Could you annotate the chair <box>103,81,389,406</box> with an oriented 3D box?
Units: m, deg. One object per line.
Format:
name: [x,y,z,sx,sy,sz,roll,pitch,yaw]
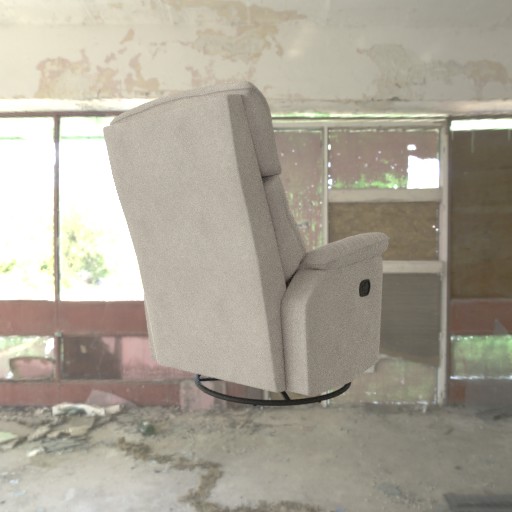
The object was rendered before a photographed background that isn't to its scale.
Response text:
chair: [0.000,0.000,1.746,0.820,1.039,1.001,1,2,36]
